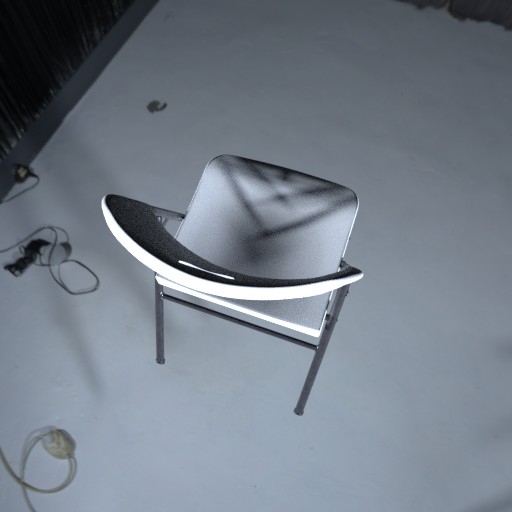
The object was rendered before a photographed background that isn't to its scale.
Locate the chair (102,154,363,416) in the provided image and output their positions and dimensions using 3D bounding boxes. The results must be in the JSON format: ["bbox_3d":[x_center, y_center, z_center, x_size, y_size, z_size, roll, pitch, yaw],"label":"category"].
[{"bbox_3d":[0.000,0.000,1.147,0.494,0.810,0.566,18,63,9],"label":"chair"}]
